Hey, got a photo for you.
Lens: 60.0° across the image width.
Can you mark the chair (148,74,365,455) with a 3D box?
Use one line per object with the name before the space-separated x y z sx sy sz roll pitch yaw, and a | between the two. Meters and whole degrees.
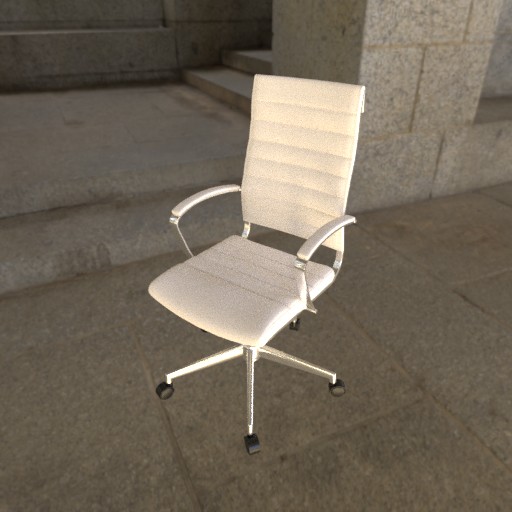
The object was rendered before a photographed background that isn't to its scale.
chair | 0.000 0.000 1.638 0.766 1.149 0.739 20 36 30
